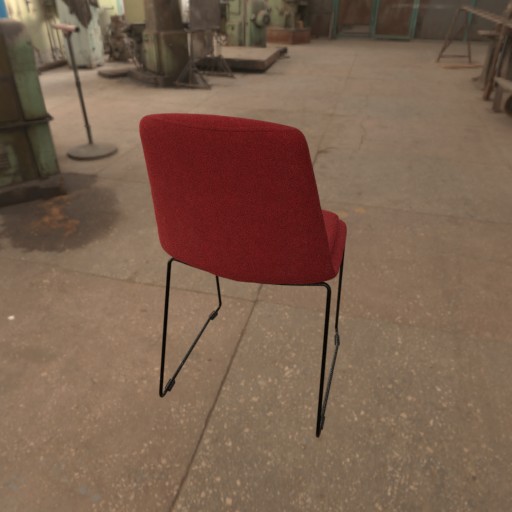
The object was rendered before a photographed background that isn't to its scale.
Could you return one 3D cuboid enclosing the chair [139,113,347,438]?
[{"bbox_3d":[0.000,0.000,1.179,0.479,0.858,0.518,9,33,14],"label":"chair"}]
